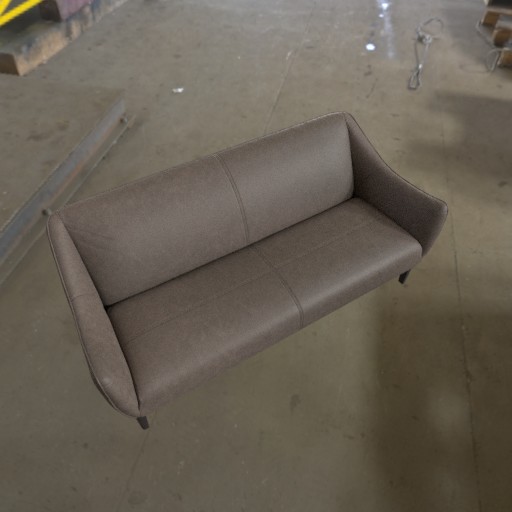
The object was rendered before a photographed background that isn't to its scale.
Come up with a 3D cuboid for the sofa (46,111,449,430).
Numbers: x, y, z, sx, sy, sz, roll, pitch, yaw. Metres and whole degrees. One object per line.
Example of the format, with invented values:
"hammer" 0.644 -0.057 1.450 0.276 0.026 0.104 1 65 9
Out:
"sofa" 0.000 0.000 2.383 1.928 0.831 0.869 -25 52 -21
